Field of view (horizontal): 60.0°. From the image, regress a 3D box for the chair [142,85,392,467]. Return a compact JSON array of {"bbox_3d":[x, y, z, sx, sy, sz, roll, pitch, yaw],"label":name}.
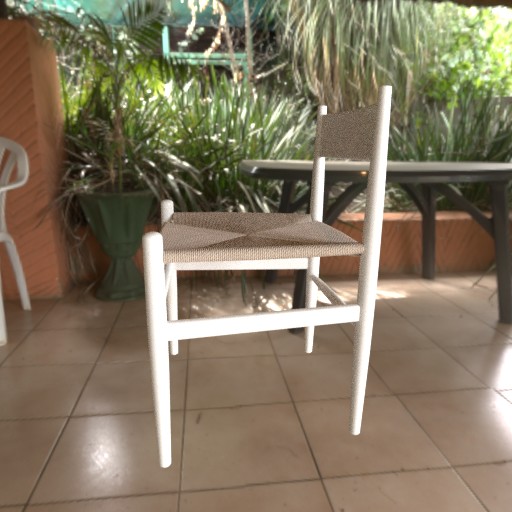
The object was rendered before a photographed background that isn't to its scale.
[{"bbox_3d":[0.000,0.000,1.117,0.495,0.762,0.556,-2,14,-8],"label":"chair"}]
